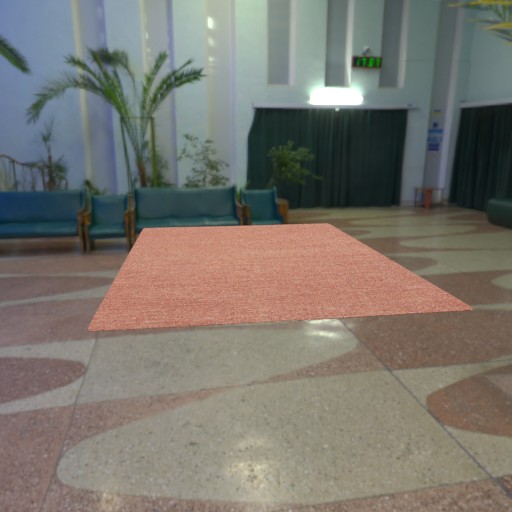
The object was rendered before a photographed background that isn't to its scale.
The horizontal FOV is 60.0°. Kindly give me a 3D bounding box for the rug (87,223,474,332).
[{"bbox_3d":[0.000,0.000,2.782,1.594,0.009,2.112,-2,14,-8],"label":"rug"}]
